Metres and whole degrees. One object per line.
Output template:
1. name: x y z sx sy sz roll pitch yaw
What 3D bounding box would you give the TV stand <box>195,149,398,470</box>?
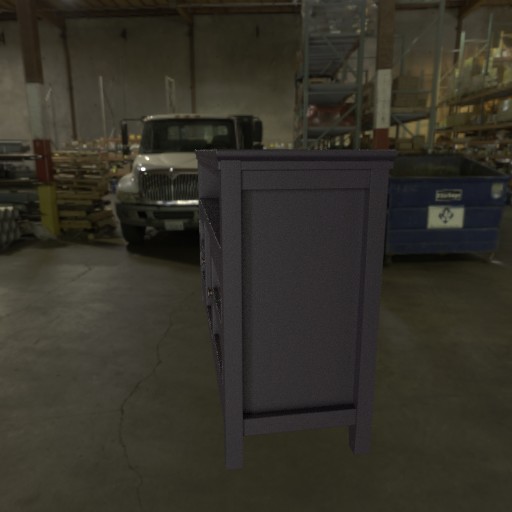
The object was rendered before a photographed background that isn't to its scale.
1. TV stand: 0.000 0.000 1.464 0.347 0.681 1.198 -2 14 -9
